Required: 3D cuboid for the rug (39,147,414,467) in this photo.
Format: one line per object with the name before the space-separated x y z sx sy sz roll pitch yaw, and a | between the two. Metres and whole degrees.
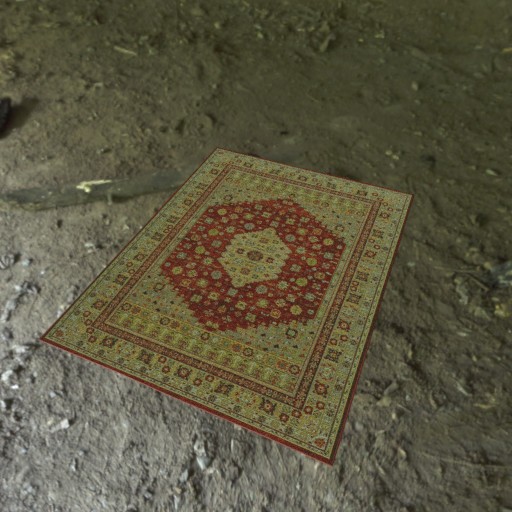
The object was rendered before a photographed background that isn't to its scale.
rug | 0.000 0.000 4.117 2.387 0.013 3.053 17 48 16
